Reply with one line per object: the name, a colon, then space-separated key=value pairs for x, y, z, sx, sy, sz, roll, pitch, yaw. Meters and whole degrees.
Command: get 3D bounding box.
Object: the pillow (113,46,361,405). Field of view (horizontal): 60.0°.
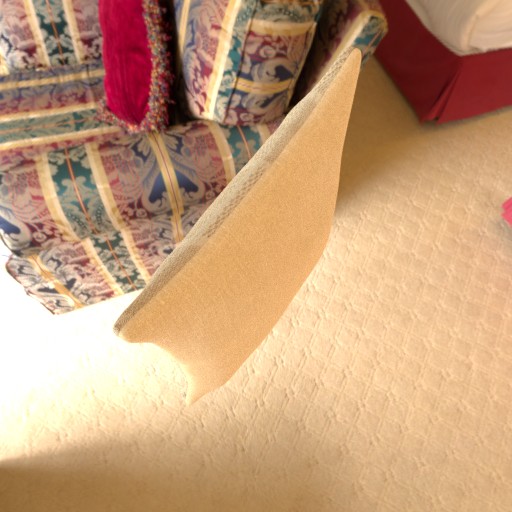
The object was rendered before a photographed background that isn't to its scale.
pillow: x=0.000 y=0.000 z=0.653 sx=0.138 sy=0.432 sz=0.436 roll=31 pitch=68 yaw=14
